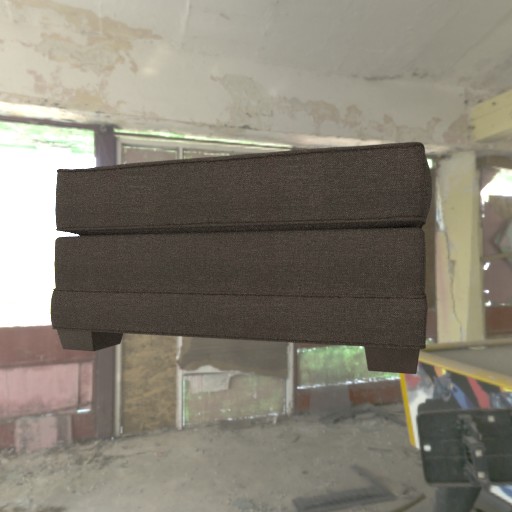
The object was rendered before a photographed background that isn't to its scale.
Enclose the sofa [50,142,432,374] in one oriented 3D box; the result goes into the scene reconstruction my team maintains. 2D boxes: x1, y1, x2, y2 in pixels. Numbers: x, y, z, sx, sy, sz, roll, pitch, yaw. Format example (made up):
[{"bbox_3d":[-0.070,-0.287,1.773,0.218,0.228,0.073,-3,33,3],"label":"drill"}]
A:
[{"bbox_3d":[0.000,0.000,1.193,0.854,0.457,0.578,0,-1,18],"label":"sofa"}]
